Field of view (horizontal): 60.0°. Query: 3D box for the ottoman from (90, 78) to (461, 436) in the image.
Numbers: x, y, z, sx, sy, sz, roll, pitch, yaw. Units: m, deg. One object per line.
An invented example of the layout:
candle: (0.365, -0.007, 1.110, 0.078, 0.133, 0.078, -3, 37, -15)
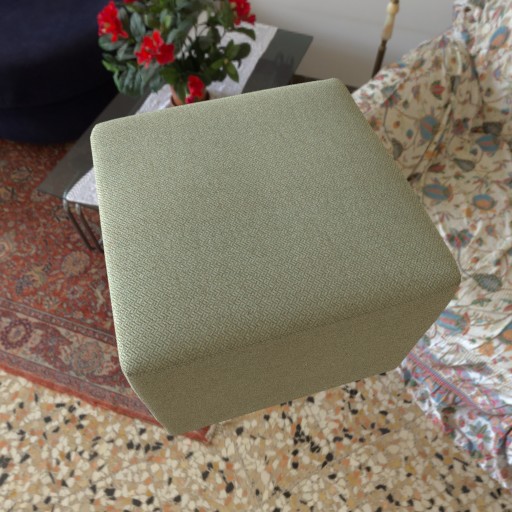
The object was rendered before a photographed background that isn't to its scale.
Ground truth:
ottoman: (0.000, 0.000, 0.901, 0.521, 0.453, 0.512, -14, 58, -9)
